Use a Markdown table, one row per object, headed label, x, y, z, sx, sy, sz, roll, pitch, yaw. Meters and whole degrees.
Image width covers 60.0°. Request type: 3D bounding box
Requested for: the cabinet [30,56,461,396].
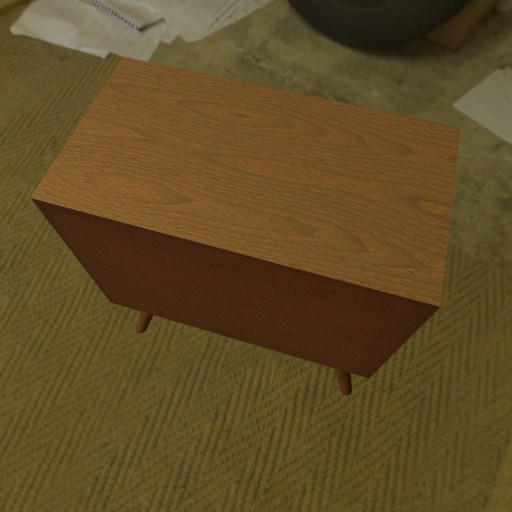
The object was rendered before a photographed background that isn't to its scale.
| label | x | y | z | sx | sy | sz | roll | pitch | yaw |
| --- | --- | --- | --- | --- | --- | --- | --- | --- | --- |
| cabinet | 0.000 | 0.000 | 1.143 | 0.712 | 0.748 | 0.388 | 15 | 63 | 8 |
